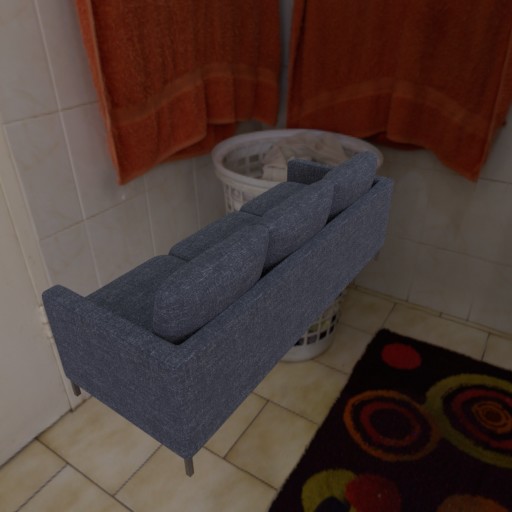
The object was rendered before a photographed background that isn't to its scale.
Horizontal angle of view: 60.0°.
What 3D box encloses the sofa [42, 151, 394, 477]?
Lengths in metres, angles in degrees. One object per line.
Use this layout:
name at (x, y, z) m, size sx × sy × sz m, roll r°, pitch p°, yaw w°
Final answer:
sofa at (0.000, 0.000, 2.656) m, size 0.859 × 0.874 × 2.218 m, roll 20°, pitch 36°, yaw 29°
